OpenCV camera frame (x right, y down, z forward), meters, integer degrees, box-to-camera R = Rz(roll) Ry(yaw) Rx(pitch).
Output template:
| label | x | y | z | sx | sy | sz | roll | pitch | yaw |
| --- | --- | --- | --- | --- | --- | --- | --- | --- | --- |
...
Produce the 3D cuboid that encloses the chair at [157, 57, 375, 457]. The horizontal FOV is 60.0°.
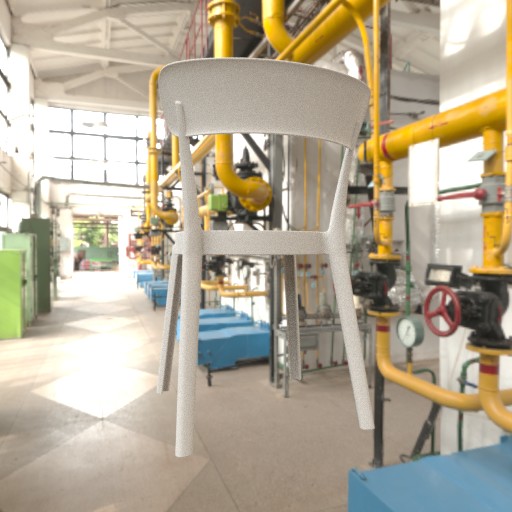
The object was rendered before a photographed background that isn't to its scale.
| label | x | y | z | sx | sy | sz | roll | pitch | yaw |
| --- | --- | --- | --- | --- | --- | --- | --- | --- | --- |
| chair | 0.000 | 0.000 | 1.122 | 0.506 | 0.790 | 0.491 | 0 | 1 | -18 |
